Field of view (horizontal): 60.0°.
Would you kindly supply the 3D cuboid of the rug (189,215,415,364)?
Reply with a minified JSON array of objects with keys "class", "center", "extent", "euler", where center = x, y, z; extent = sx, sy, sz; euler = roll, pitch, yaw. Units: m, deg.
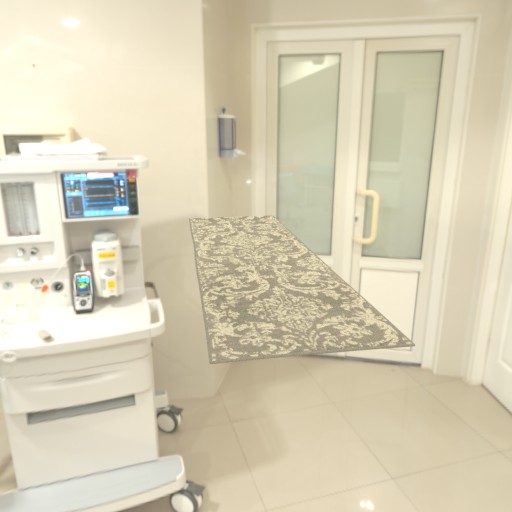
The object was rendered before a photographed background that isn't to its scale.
[{"class":"rug","center":[0.000,0.000,2.408],"extent":[0.662,0.011,2.196],"euler":[-3,16,-9]}]
